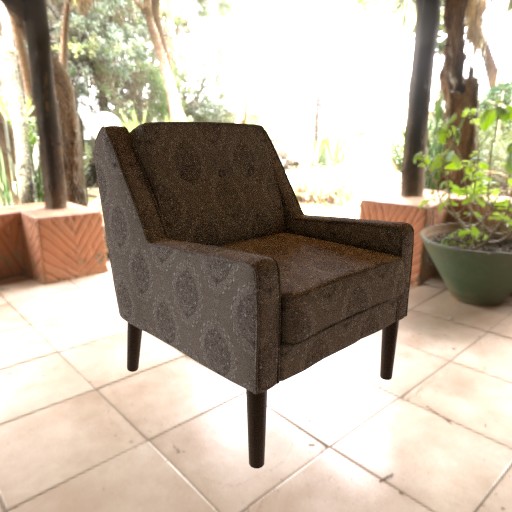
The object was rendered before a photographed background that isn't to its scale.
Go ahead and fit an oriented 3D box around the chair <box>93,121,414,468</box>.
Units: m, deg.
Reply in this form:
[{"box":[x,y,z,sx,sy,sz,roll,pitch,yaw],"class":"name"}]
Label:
[{"box":[0.000,0.000,1.359,0.665,0.797,0.750,-14,20,-41],"class":"chair"}]
